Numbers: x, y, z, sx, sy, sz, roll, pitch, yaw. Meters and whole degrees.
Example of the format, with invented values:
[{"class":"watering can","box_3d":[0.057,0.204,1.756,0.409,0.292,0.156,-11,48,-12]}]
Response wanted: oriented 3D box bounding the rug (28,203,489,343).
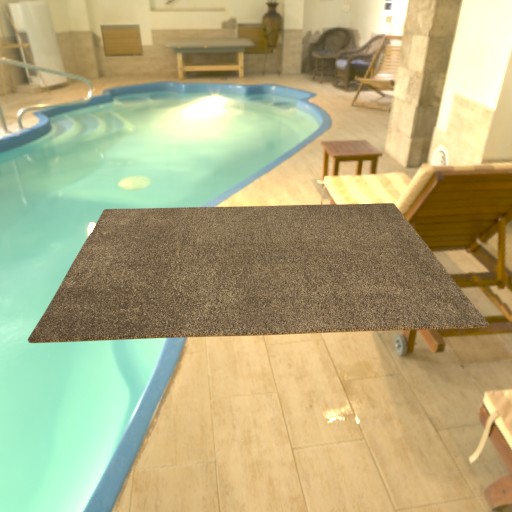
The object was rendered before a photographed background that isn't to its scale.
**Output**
[{"class":"rug","box_3d":[0.000,0.000,3.358,2.699,0.026,1.802,-1,30,-3]}]
